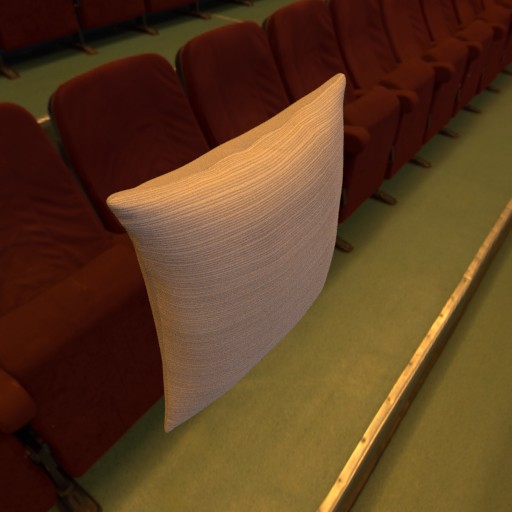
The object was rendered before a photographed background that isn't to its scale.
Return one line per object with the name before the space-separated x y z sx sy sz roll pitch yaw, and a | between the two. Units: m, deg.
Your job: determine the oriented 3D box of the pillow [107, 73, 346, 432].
pillow | 0.000 0.000 0.779 0.204 0.497 0.512 27 48 27
